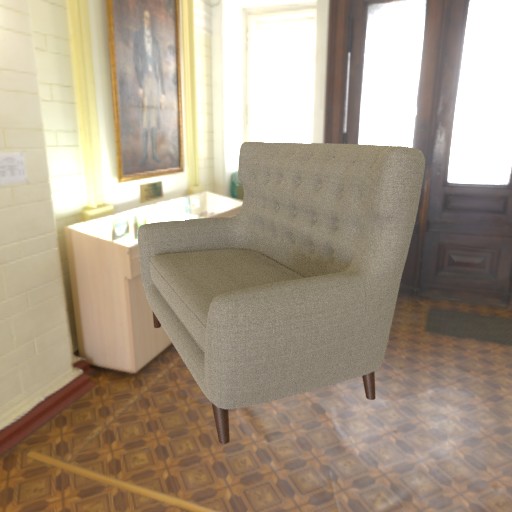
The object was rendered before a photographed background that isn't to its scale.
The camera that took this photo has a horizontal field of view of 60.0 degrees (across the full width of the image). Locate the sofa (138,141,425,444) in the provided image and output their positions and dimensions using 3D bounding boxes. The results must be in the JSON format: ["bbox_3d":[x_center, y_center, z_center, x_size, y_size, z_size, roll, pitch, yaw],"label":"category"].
[{"bbox_3d":[0.000,0.000,2.088,0.884,1.028,1.386,-7,17,-24],"label":"sofa"}]
